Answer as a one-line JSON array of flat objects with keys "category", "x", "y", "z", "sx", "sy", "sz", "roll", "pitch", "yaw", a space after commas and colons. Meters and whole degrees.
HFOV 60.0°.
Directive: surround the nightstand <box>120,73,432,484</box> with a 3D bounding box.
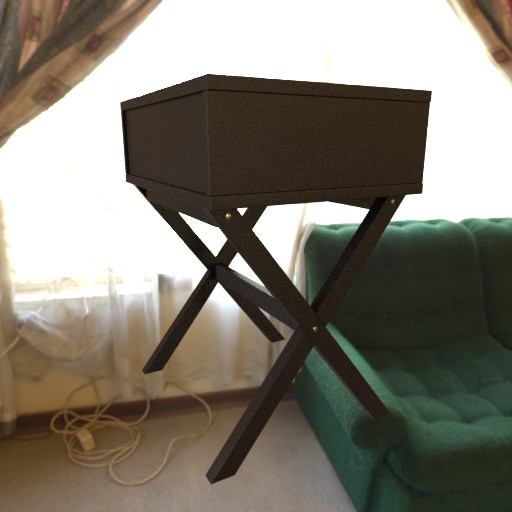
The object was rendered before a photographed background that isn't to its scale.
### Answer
[{"category": "nightstand", "x": 0.000, "y": 0.000, "z": 0.918, "sx": 0.402, "sy": 0.623, "sz": 0.479, "roll": -8, "pitch": 17, "yaw": -28}]
